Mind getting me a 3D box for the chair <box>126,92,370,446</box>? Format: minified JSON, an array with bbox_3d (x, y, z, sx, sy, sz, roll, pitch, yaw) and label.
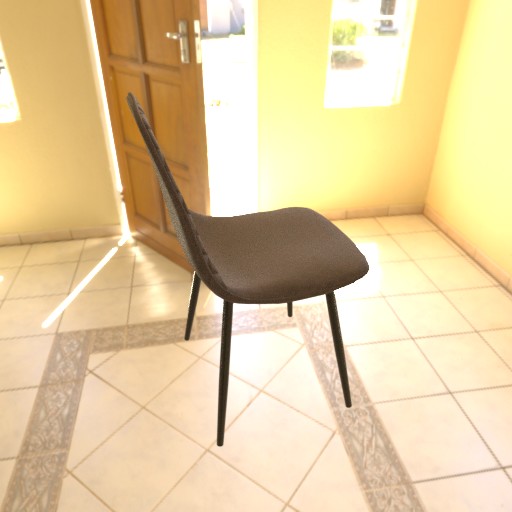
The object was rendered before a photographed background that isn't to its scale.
[{"bbox_3d":[0.000,0.000,1.229,0.561,0.889,0.472,-10,33,-16],"label":"chair"}]
